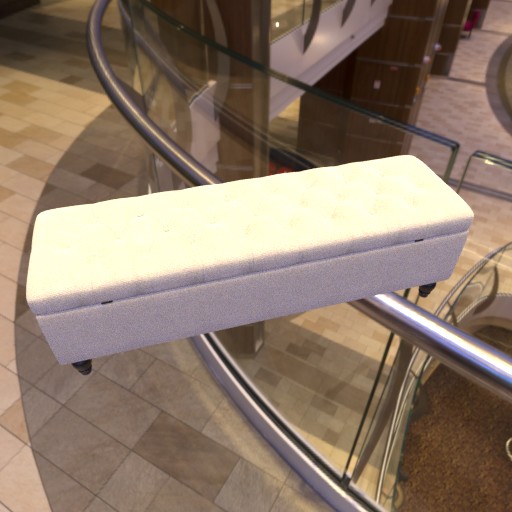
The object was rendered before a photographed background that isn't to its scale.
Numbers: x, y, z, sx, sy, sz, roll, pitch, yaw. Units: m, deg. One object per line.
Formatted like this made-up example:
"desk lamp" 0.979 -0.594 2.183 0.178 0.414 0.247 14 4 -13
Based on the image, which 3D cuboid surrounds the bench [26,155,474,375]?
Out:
"bench" 0.000 0.000 1.683 1.480 0.467 0.455 -11 43 -12
